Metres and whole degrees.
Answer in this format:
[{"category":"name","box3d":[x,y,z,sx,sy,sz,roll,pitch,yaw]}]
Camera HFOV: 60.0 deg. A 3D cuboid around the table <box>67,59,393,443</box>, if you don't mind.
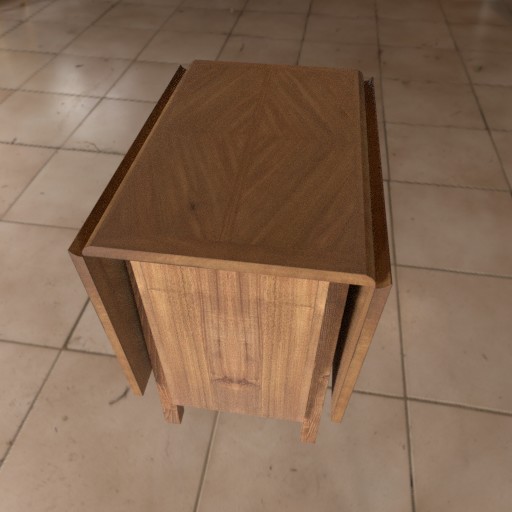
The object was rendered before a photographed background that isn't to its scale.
[{"category":"table","box3d":[0.000,0.000,1.610,0.701,0.981,0.967,6,47,6]}]
